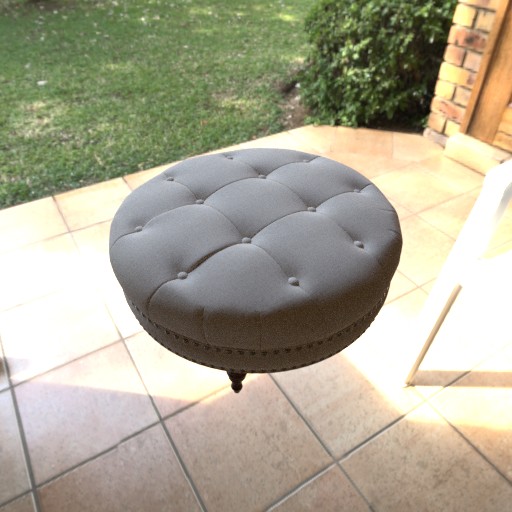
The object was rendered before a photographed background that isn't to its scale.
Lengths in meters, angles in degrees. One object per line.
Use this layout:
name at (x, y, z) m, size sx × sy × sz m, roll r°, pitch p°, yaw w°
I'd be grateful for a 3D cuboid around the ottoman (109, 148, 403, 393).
ottoman at (0.000, 0.000, 1.547) m, size 0.940 × 0.483 × 0.940 m, roll 0°, pitch 41°, yaw 0°
